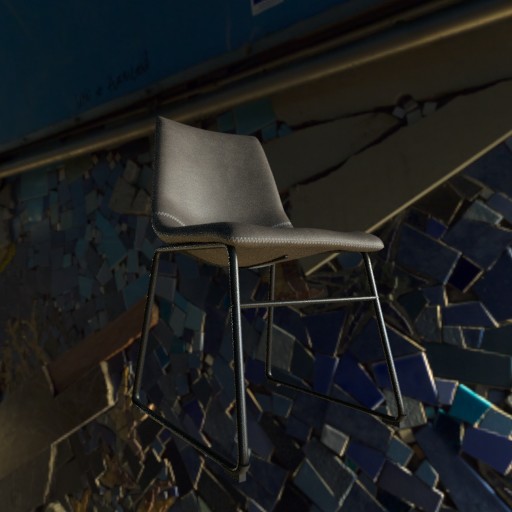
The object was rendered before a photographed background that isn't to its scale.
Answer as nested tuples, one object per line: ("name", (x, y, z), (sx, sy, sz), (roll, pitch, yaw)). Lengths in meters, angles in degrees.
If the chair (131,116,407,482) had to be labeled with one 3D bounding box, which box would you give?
("chair", (0.000, 0.000, 1.099), (0.460, 0.780, 0.550), (1, -2, -36))
